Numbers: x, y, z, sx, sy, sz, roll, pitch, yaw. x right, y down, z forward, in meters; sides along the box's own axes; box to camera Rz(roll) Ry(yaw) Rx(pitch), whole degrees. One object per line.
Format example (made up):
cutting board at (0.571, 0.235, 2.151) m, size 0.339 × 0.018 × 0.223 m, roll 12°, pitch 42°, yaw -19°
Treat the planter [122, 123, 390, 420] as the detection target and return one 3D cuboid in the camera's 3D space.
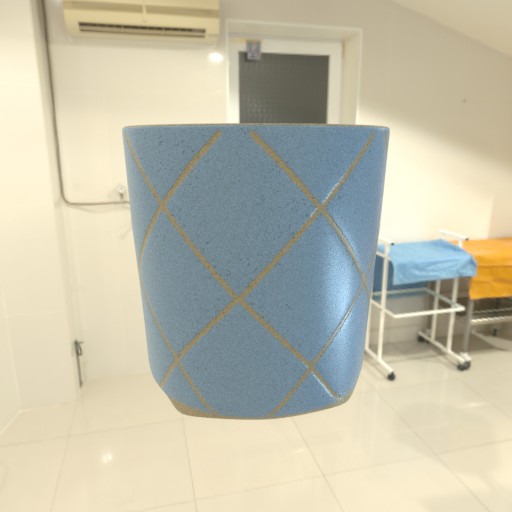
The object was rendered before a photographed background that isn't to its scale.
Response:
planter at (0.000, 0.000, 0.421) m, size 0.227 × 0.235 × 0.227 m, roll 0°, pitch 15°, yaw 0°
